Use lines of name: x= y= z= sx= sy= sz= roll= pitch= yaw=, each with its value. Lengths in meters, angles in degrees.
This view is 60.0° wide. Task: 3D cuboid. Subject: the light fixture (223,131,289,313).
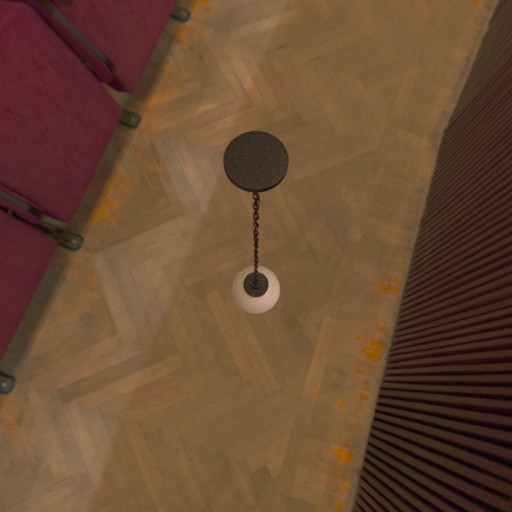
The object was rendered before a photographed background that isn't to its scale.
light fixture: x=0.000 y=0.000 z=2.062 sx=0.305 sy=1.867 sz=0.304 roll=19 pitch=75 yaw=5
